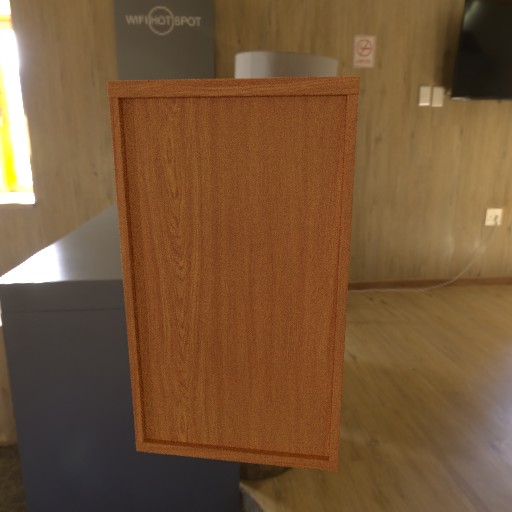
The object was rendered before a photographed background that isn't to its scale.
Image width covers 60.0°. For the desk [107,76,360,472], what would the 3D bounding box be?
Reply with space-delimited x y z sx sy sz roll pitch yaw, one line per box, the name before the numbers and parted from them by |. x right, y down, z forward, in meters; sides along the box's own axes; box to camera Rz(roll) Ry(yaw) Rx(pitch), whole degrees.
desk | 0.000 0.000 1.074 0.404 0.730 0.600 2 15 8
